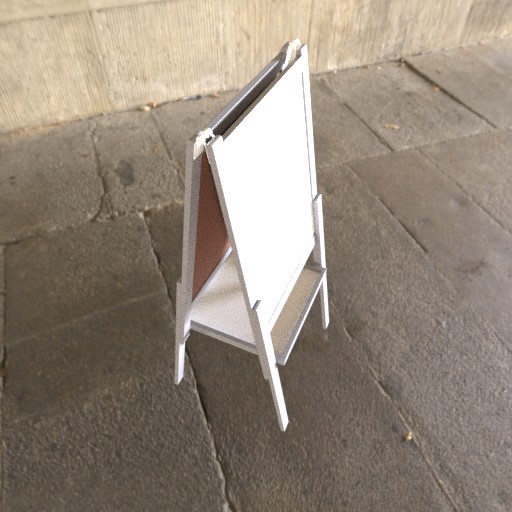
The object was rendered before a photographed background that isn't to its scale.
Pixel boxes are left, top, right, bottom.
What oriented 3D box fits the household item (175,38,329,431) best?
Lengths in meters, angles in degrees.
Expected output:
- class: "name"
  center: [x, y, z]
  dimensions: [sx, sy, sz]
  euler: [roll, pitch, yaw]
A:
- class: "household item"
  center: [0.000, 0.000, 1.437]
  dimensions: [0.469, 1.172, 0.531]
  euler: [18, 49, 16]
